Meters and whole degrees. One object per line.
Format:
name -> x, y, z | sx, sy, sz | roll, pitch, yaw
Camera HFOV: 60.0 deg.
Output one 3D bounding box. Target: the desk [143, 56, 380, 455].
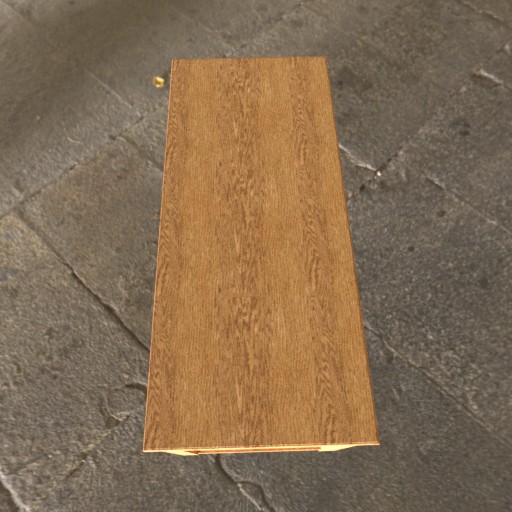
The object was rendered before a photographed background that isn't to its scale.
desk -> 0.000, 0.000, 1.933 | 0.685, 0.751, 1.567 | -1, 64, -1
